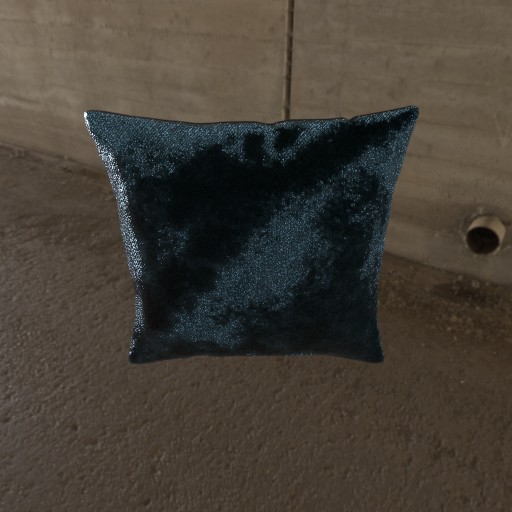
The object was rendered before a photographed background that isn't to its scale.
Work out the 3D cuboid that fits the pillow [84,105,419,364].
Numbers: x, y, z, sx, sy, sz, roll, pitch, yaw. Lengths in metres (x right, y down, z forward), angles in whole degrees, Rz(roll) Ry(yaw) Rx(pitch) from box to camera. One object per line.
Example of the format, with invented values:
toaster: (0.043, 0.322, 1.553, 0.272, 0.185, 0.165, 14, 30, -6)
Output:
pillow: (0.000, 0.000, 0.655, 0.436, 0.430, 0.138, 0, 31, 1)
